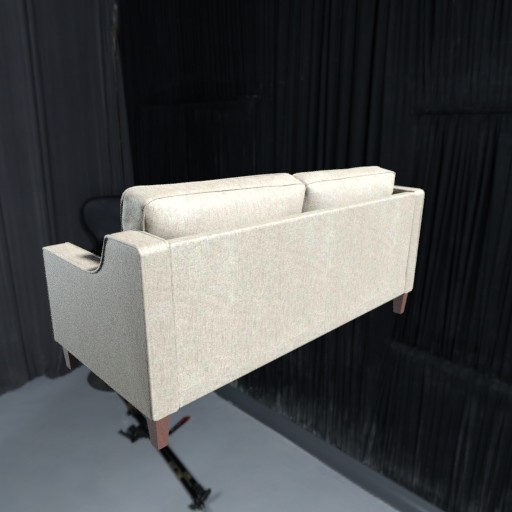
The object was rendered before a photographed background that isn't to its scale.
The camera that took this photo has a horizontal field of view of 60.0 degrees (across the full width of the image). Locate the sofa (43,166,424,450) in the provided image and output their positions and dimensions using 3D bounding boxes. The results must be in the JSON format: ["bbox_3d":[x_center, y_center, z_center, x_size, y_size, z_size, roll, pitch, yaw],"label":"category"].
[{"bbox_3d":[0.000,0.000,2.755,2.181,1.074,1.073,-15,22,-42],"label":"sofa"}]
